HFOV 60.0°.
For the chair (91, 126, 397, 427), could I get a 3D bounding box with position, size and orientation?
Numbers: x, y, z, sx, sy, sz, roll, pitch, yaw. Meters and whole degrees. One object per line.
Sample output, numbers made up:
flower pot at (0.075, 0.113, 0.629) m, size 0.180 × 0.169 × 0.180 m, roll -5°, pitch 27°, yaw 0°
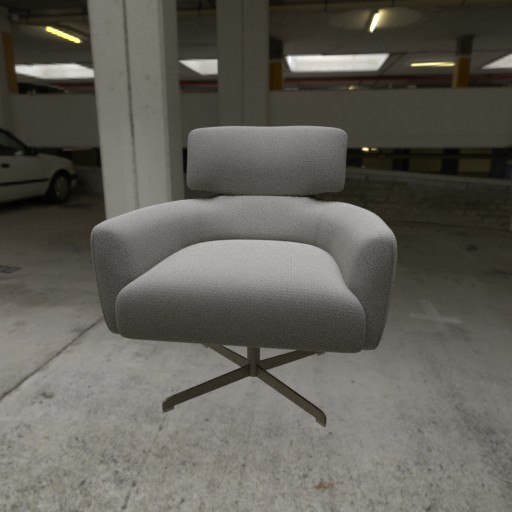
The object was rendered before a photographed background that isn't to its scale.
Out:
chair at (0.000, 0.000, 1.409) m, size 0.760 × 0.810 × 0.730 m, roll 2°, pitch 15°, yaw 8°
